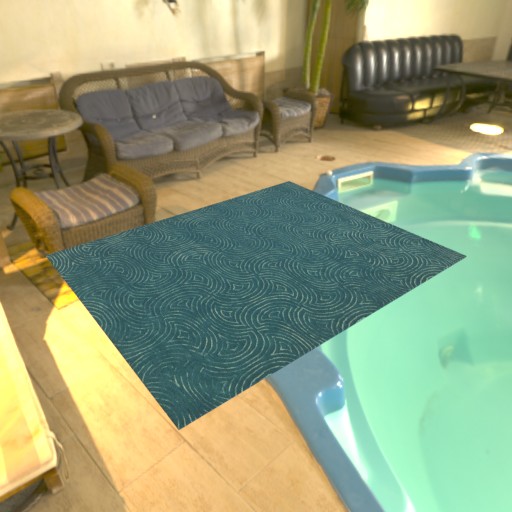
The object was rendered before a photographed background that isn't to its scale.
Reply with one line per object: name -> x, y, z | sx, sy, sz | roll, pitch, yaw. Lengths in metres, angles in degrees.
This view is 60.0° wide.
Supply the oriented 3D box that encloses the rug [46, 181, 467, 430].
rug -> 0.000, 0.000, 4.093 | 3.033, 0.012, 2.432 | -22, 37, -32
